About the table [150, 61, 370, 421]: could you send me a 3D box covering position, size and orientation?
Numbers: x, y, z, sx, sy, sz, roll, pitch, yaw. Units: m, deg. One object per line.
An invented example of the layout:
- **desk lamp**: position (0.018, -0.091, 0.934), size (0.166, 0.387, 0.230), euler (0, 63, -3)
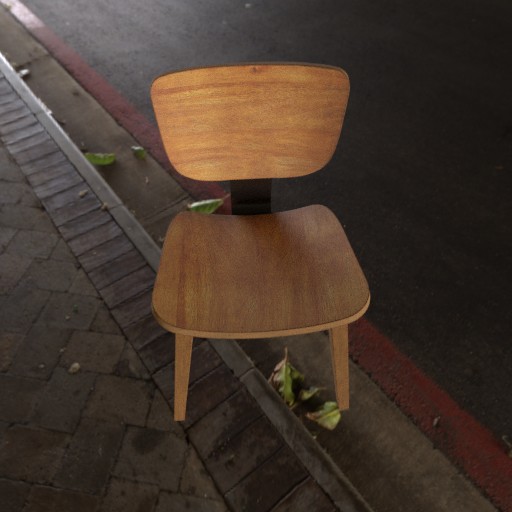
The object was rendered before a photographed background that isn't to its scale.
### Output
- **table**: position (0.000, 0.000, 1.124), size (0.499, 0.805, 0.500), euler (-3, 48, -3)
